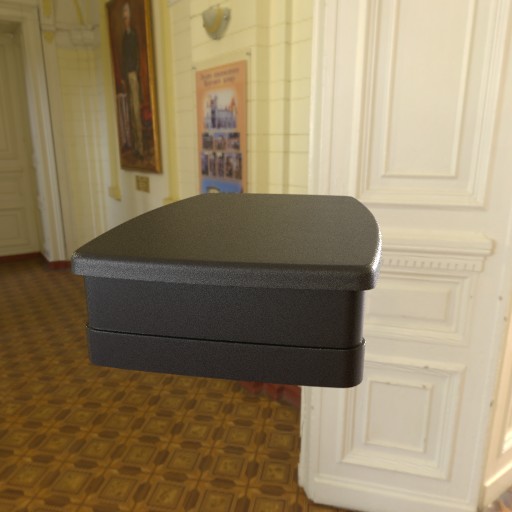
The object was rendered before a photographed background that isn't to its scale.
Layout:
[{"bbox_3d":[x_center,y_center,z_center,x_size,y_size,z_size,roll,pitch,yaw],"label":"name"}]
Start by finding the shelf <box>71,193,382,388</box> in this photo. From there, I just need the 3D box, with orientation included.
[{"bbox_3d":[0.000,0.000,0.533,0.280,0.100,0.410,3,15,9],"label":"shelf"}]
